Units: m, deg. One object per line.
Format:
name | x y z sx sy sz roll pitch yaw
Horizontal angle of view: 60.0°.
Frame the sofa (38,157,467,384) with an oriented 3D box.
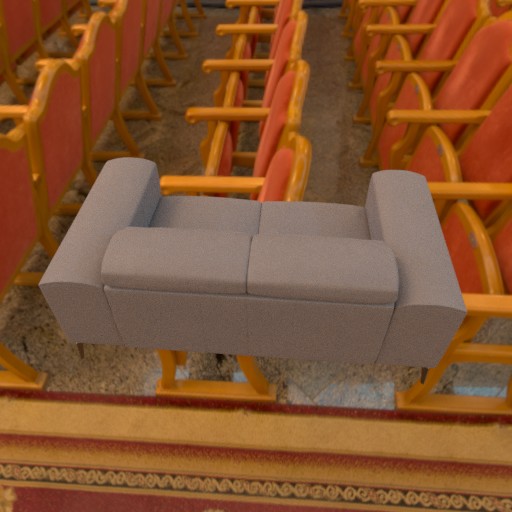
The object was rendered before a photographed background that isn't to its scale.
sofa | 0.000 0.000 2.418 1.895 0.779 1.003 3 46 3
